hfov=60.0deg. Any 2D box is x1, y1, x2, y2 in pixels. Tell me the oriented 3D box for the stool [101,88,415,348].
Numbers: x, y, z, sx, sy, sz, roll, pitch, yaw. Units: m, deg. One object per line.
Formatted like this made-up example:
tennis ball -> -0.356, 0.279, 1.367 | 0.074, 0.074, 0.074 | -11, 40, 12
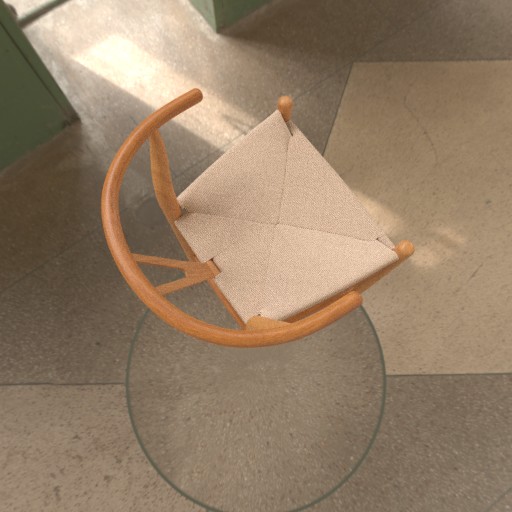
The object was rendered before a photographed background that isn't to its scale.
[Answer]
stool -> 0.000, 0.000, 1.297 | 0.579, 0.970, 0.569 | -35, 78, -9
